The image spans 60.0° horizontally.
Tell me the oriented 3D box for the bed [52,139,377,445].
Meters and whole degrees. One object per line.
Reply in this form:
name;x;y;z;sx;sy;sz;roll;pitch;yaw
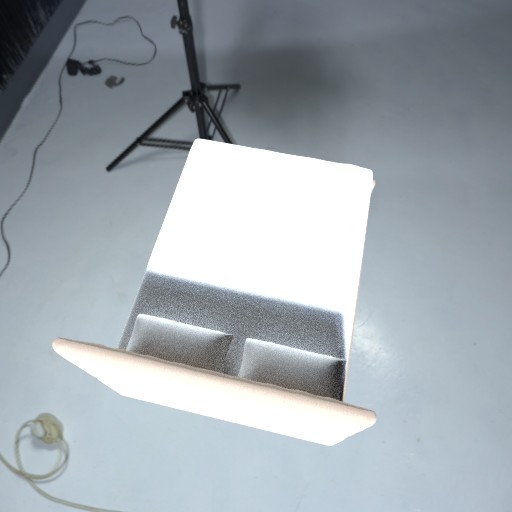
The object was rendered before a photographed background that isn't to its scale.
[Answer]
bed;0.000;0.000;3.308;1.696;1.426;2.233;12;64;6
